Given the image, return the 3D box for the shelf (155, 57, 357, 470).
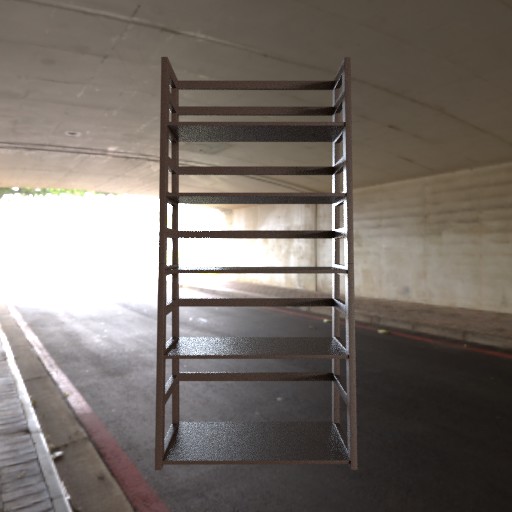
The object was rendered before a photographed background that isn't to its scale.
[{"bbox_3d":[0.000,0.000,1.852,0.763,1.600,0.403,0,1,0],"label":"shelf"}]
